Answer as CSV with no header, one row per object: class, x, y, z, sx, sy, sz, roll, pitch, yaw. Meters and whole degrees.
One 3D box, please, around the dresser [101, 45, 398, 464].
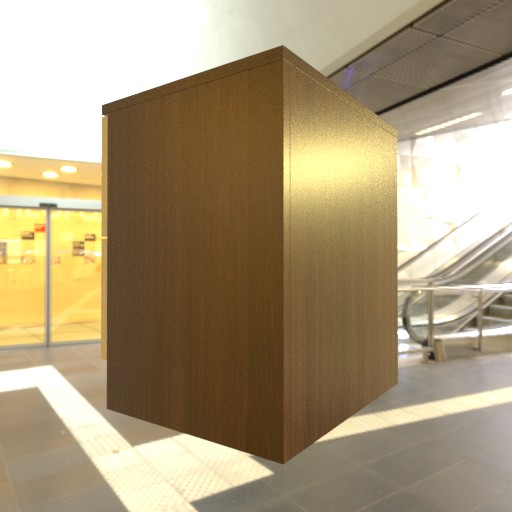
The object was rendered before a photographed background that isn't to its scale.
dresser,0.000,0.000,0.763,0.360,0.470,0.400,0,-1,35
